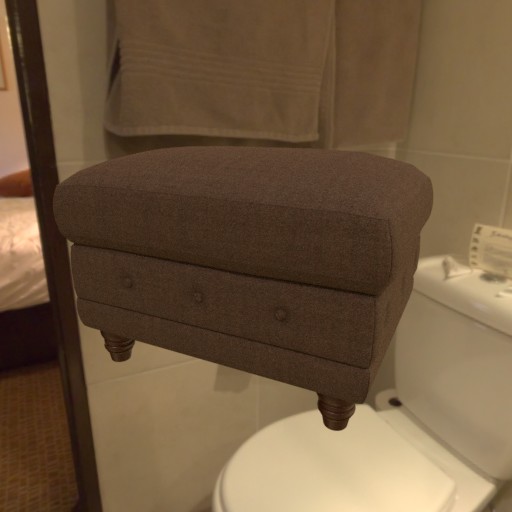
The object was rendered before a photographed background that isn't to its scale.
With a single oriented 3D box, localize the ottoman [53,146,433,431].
[{"bbox_3d":[0.000,0.000,1.176,0.809,0.555,0.599,9,20,25],"label":"ottoman"}]
